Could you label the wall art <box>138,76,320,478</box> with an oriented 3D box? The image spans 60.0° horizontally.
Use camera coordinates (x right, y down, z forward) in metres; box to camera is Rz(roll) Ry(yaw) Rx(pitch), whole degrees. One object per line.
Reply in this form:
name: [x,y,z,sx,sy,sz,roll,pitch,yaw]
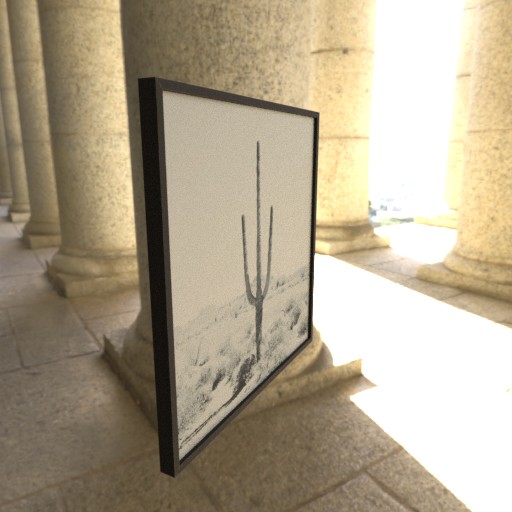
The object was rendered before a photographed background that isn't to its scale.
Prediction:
wall art: [0.000,0.000,1.145,0.038,0.762,0.762,7,15,28]
